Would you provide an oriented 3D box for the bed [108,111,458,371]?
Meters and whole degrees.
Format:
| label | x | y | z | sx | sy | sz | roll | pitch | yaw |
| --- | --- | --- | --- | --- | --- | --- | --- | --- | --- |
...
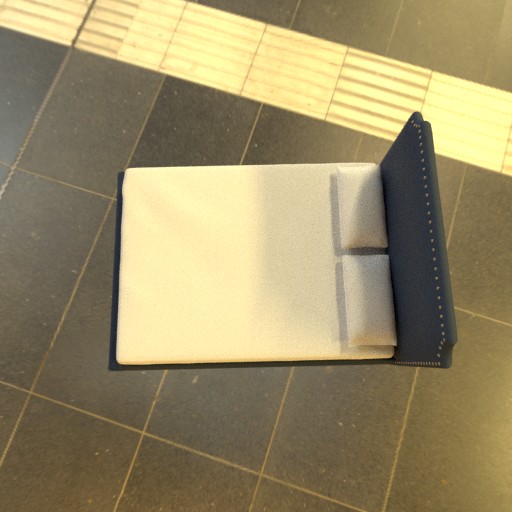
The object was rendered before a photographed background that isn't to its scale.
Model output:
| label | x | y | z | sx | sy | sz | roll | pitch | yaw |
| --- | --- | --- | --- | --- | --- | --- | --- | --- | --- |
| bed | 0.000 | 0.000 | 3.415 | 2.372 | 1.443 | 1.712 | -1 | 77 | 0 |
